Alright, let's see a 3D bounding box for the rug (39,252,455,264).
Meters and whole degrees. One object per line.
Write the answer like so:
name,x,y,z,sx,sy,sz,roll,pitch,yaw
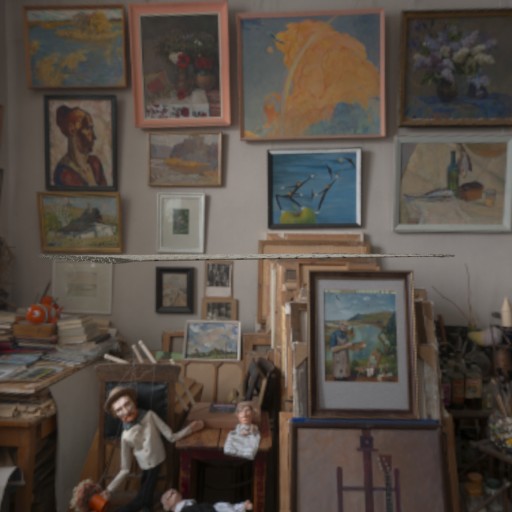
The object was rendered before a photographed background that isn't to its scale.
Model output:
rug,0.000,0.000,3.033,2.472,0.035,1.495,-1,1,-36
